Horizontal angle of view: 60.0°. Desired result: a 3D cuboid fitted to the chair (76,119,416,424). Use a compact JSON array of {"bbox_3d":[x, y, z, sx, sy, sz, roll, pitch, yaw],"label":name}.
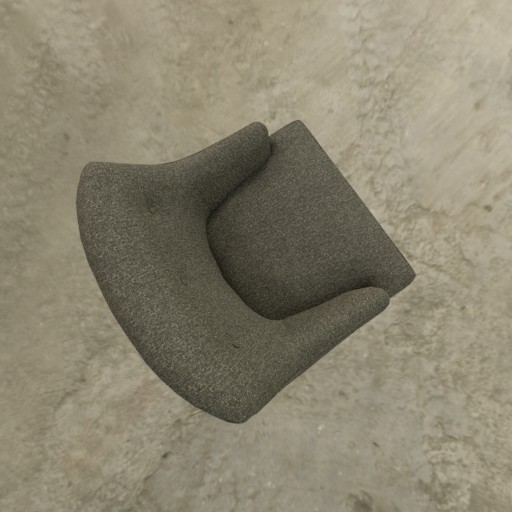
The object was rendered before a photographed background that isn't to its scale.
[{"bbox_3d":[0.000,0.000,1.614,0.923,0.856,0.864,-32,78,-8],"label":"chair"}]
